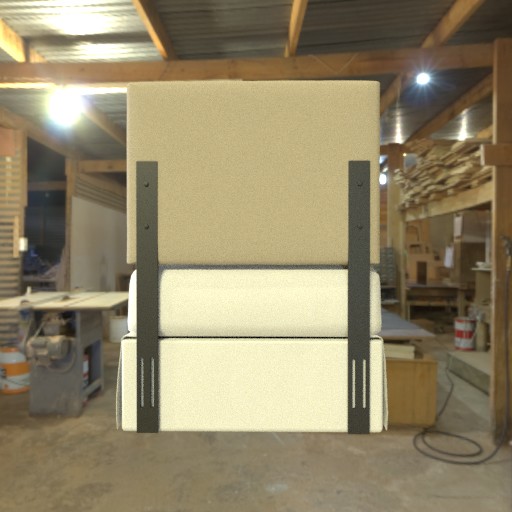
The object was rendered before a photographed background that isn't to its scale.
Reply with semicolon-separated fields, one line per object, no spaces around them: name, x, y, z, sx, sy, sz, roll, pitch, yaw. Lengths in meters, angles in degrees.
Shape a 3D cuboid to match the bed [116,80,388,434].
bed;0.000;0.000;2.948;1.261;1.571;1.997;0;0;1
